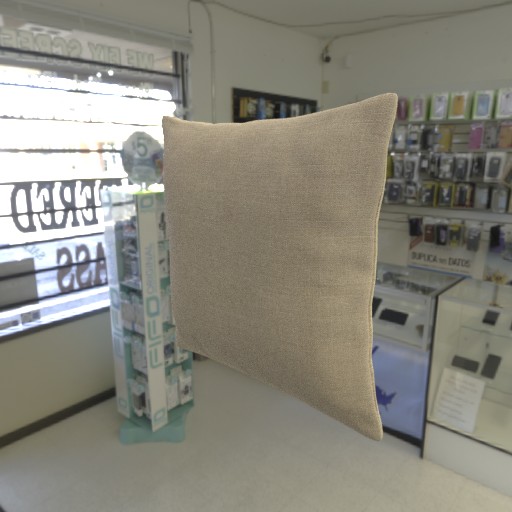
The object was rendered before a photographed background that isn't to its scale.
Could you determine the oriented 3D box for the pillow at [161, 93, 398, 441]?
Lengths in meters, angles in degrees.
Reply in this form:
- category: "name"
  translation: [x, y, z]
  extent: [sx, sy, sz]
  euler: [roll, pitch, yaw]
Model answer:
- category: "pillow"
  translation: [0.000, 0.000, 0.793]
  extent: [0.523, 0.510, 0.166]
  euler: [12, 18, 43]
